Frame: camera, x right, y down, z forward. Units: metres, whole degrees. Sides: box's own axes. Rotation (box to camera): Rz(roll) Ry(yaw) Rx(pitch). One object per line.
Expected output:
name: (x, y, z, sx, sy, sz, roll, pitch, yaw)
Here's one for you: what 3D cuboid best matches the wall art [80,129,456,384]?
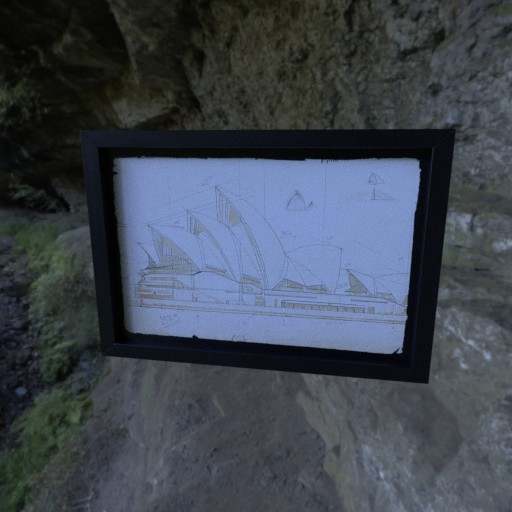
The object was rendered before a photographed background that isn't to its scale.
wall art: (0.000, 0.000, 0.836, 0.657, 0.458, 0.027, 2, 15, 10)
